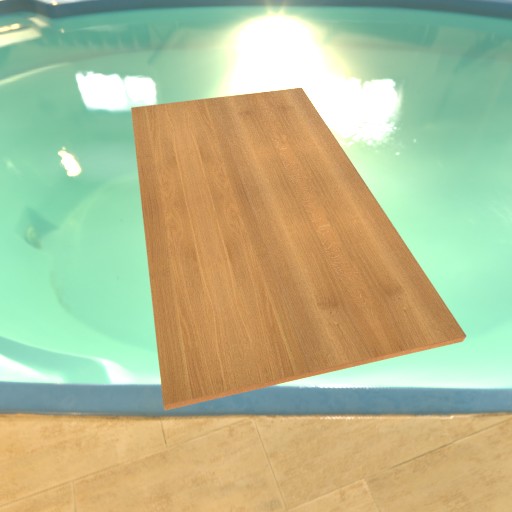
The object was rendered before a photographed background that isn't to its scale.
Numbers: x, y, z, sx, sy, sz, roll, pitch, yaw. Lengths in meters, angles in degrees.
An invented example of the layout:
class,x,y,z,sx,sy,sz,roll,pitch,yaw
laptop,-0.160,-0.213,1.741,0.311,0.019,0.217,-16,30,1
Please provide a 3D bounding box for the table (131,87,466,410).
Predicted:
class,x,y,z,sx,sy,sz,roll,pitch,yaw
table,0.000,0.000,2.050,0.900,0.750,1.600,-10,48,-9
